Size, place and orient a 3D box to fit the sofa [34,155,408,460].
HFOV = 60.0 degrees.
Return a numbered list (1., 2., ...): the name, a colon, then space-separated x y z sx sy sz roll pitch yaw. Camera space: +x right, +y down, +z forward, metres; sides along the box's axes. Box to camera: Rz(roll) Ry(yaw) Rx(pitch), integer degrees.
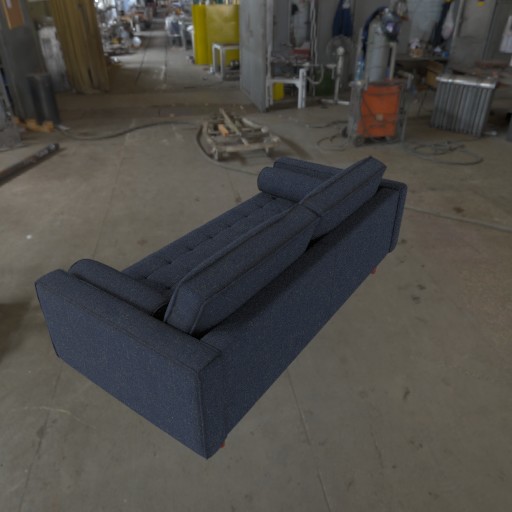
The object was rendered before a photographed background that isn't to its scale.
1. sofa: 0.000 0.000 2.303 0.914 0.762 1.880 20 37 30
